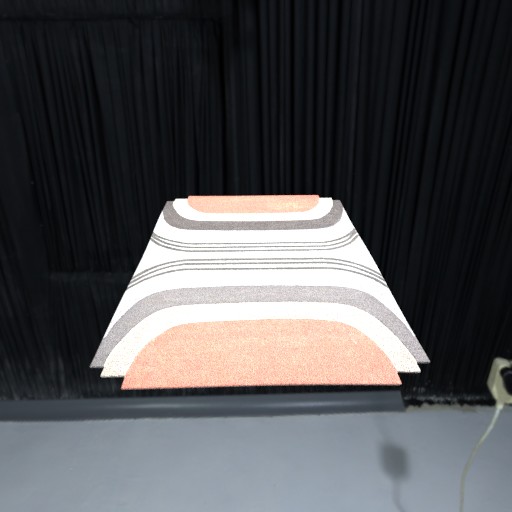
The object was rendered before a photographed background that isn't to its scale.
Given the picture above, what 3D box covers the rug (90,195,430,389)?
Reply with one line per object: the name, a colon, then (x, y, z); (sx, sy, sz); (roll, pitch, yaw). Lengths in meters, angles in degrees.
rug: (0.000, 0.000, 2.949); (1.530, 0.017, 2.446); (0, 27, -1)
